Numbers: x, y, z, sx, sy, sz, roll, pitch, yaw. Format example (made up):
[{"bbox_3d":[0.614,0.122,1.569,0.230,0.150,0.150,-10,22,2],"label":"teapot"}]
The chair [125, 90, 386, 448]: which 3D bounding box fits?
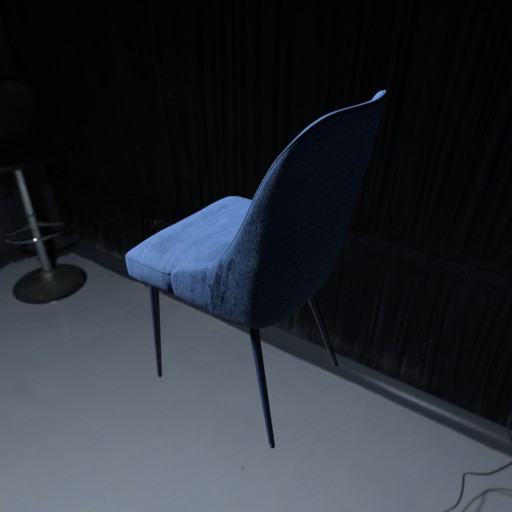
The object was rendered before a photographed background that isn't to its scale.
[{"bbox_3d":[0.000,0.000,1.207,0.559,0.896,0.478,21,38,30],"label":"chair"}]
